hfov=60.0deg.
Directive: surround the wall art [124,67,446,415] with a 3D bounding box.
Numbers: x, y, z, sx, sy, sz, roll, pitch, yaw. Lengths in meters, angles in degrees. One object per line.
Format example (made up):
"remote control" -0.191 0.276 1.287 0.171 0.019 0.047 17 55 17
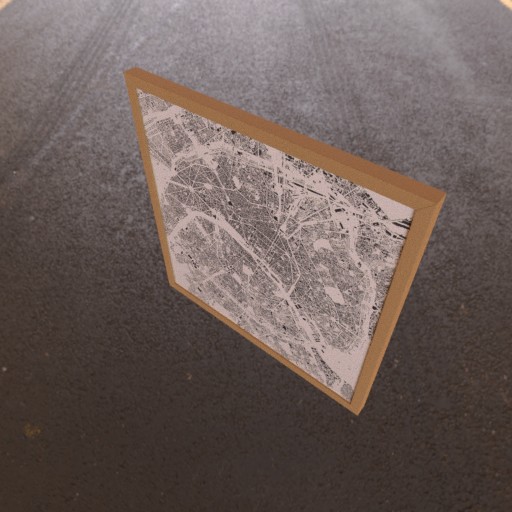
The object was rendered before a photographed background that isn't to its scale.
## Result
"wall art" 0.000 0.000 1.143 0.761 0.761 0.037 30 53 26
